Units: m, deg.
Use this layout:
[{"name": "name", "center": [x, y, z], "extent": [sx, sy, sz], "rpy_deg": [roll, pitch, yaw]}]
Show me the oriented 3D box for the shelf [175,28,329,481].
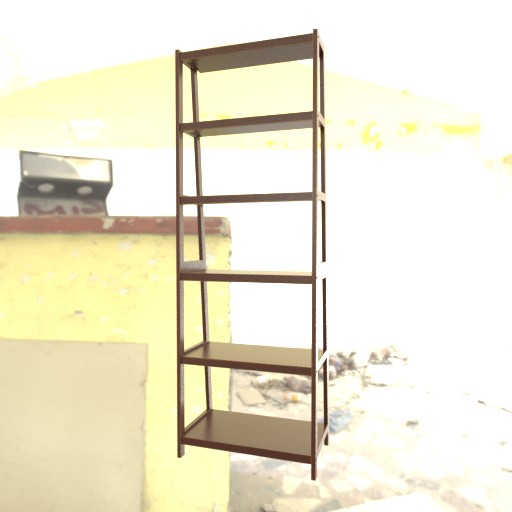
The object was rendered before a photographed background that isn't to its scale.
[{"name": "shelf", "center": [0.000, 0.000, 2.135], "extent": [0.660, 1.892, 0.381], "rpy_deg": [1, 2, 18]}]
